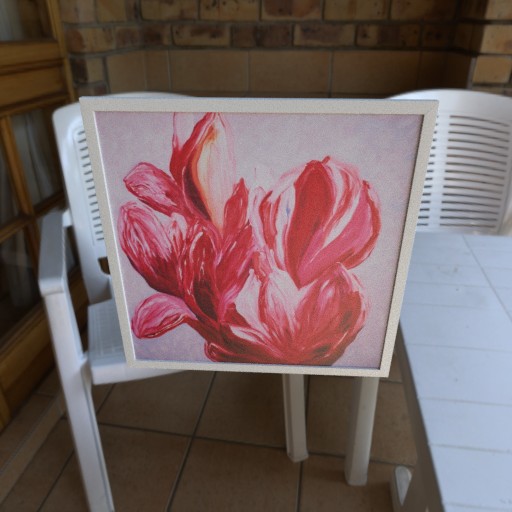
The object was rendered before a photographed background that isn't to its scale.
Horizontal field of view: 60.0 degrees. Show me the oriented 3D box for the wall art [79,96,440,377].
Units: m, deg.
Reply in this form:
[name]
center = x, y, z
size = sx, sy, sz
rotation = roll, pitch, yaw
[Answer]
[wall art]
center = 0.000, 0.000, 1.187
size = 0.805, 0.803, 0.022
rotation = 1, 28, 3
